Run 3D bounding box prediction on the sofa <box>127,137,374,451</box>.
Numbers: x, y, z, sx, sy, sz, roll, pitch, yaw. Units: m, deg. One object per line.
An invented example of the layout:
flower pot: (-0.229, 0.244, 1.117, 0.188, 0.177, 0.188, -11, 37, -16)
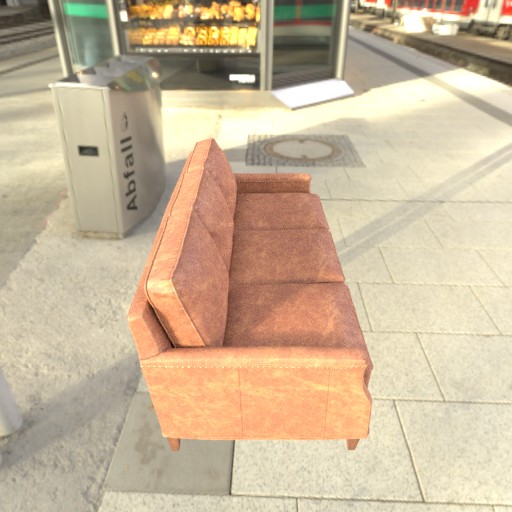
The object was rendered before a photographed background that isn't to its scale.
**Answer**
sofa: (0.000, 0.000, 2.888, 1.084, 1.003, 2.246, 0, 31, 0)
